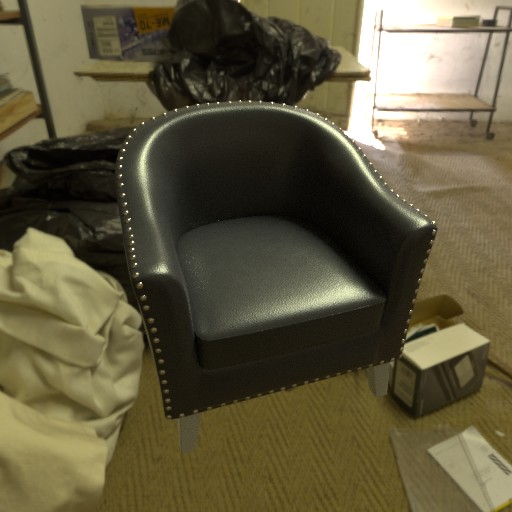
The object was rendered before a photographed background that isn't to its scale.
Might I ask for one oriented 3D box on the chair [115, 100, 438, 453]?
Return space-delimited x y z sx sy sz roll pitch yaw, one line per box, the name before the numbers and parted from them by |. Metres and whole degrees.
chair | 0.000 0.000 1.437 0.794 0.823 0.748 -10 33 -16
